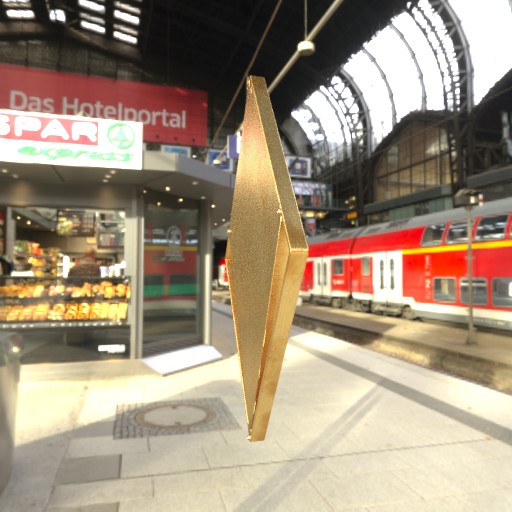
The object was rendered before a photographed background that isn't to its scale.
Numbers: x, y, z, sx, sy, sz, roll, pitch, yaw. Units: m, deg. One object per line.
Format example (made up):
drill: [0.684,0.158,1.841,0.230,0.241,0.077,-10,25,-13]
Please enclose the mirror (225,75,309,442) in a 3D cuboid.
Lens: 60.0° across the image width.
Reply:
mirror: [0.000,0.000,0.824,0.032,0.679,0.419,1,-2,-17]
